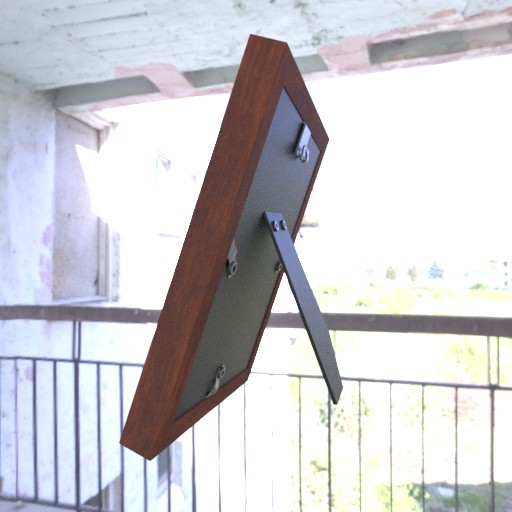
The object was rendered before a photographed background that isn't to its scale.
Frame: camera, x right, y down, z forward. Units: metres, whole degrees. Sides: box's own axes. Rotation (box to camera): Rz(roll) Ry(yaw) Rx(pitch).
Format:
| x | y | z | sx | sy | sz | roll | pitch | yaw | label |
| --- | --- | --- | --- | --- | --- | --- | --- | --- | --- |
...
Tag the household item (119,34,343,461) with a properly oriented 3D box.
| x | y | z | sx | sy | sz | roll | pitch | yaw | label |
| --- | --- | --- | --- | --- | --- | --- | --- | --- | --- |
| 0.000 | 0.000 | 0.287 | 0.096 | 0.204 | 0.160 | 0 | -1 | 16 | household item |
